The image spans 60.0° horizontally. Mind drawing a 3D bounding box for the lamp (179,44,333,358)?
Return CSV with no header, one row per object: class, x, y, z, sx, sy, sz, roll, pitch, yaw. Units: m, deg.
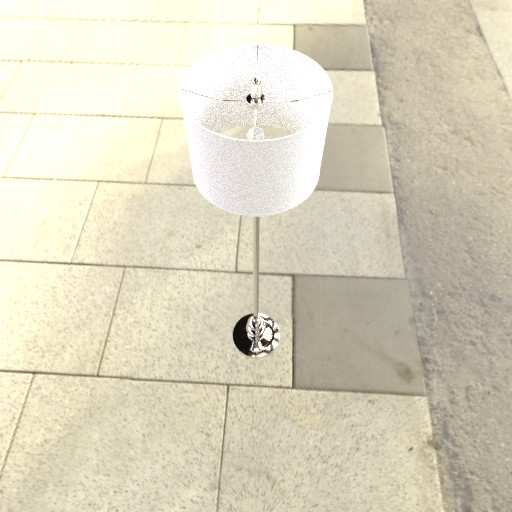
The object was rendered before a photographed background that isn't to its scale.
lamp,0.000,0.000,1.634,0.356,1.487,0.356,1,57,1
